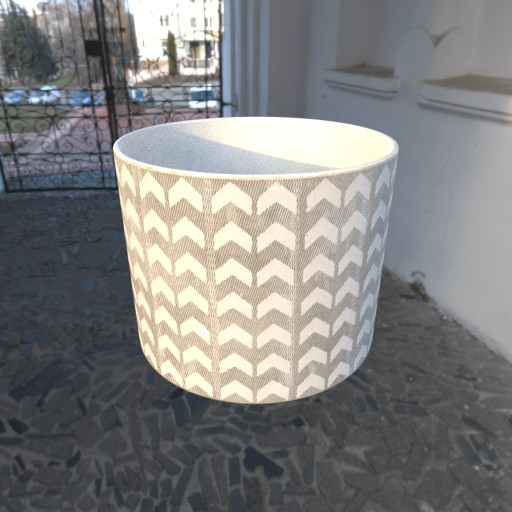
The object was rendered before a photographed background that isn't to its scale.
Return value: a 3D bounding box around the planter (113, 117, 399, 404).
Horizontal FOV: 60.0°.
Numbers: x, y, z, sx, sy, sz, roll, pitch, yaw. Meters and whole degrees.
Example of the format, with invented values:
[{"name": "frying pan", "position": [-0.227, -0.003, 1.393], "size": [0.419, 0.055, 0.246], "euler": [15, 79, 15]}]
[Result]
[{"name": "planter", "position": [0.000, 0.000, 0.346], "size": [0.190, 0.181, 0.190], "euler": [0, 26, 0]}]
